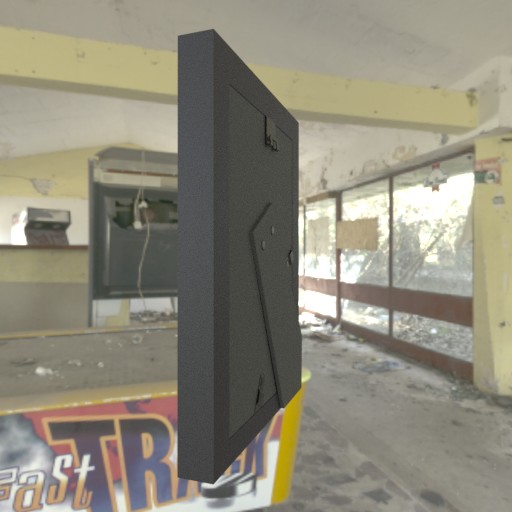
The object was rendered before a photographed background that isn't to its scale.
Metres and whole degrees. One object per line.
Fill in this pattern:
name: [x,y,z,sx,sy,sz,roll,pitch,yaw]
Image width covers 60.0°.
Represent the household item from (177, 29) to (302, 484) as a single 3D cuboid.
household item: [0.000,0.000,0.236,0.022,0.178,0.133,0,0,20]
